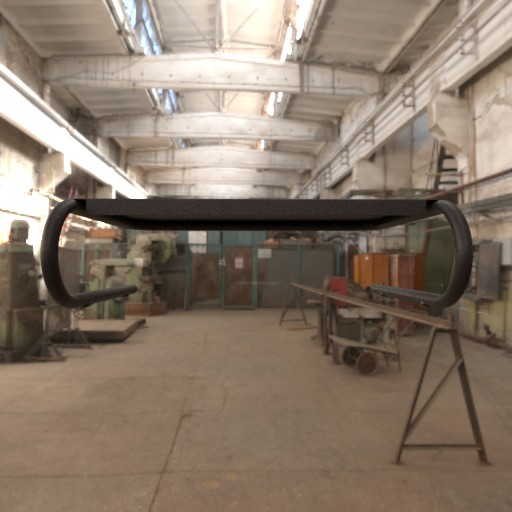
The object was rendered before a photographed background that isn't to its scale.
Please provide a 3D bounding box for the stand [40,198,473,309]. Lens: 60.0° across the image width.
[{"bbox_3d":[0.000,0.000,0.512,0.370,0.108,0.280,0,-1,-1],"label":"stand"}]
